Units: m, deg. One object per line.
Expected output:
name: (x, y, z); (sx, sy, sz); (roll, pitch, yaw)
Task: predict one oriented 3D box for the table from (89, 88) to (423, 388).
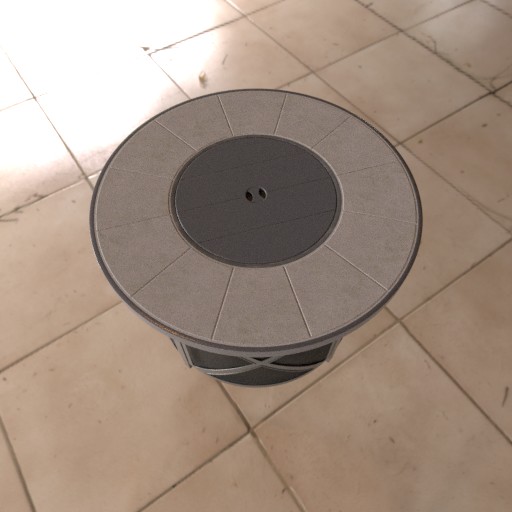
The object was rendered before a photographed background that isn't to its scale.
table: (0.000, 0.000, 1.514); (0.914, 0.650, 0.914); (0, 58, 0)
